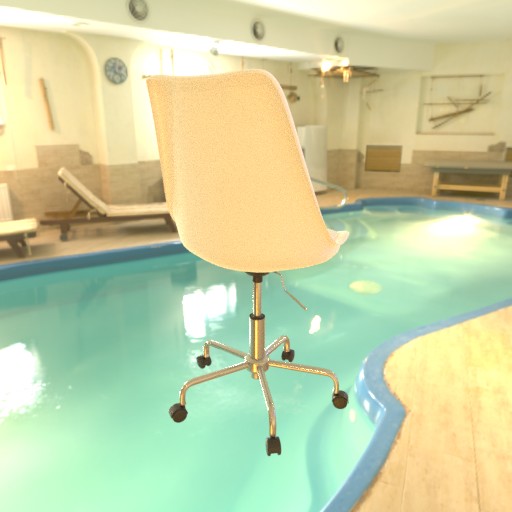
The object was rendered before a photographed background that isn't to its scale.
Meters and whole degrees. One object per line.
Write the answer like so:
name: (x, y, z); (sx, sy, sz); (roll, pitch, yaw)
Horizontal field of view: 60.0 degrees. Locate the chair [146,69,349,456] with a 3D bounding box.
chair: (0.000, 0.000, 1.261); (0.550, 0.930, 0.550); (9, 19, 27)
